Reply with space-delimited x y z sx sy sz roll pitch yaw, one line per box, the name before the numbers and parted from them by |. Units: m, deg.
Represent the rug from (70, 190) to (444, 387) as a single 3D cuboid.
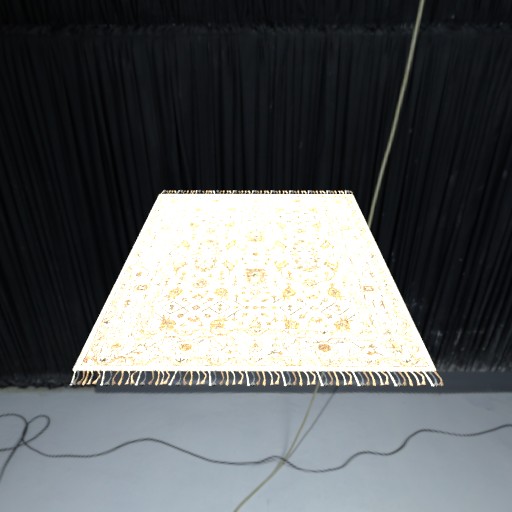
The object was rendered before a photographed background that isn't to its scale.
rug | 0.000 0.000 2.232 1.278 0.009 1.726 0 30 0
